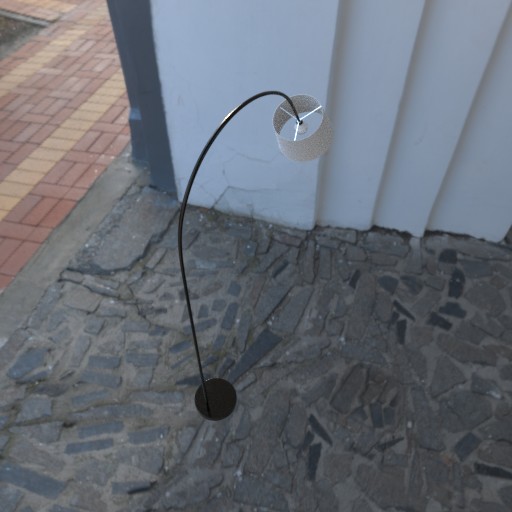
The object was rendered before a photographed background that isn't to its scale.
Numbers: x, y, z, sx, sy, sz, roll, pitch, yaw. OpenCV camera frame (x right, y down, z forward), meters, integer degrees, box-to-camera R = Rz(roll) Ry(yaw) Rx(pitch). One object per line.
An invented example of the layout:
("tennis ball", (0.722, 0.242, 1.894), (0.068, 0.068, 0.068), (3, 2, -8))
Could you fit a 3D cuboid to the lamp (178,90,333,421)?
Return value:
("lamp", (0.000, 0.000, 2.714), (0.331, 2.104, 1.363), (25, 52, 21))
